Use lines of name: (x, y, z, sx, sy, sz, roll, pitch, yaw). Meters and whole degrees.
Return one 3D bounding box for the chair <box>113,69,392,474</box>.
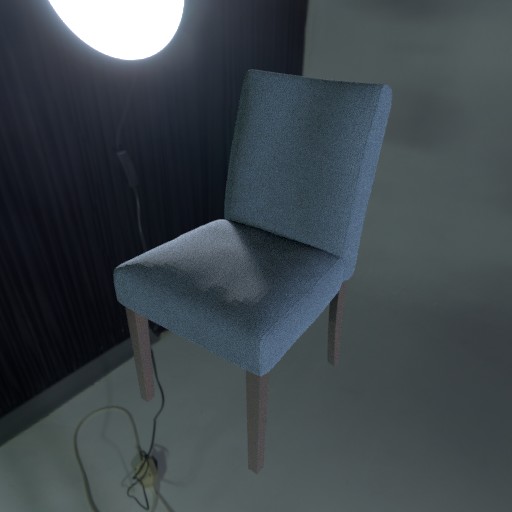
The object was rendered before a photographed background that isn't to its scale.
chair: (0.000, 0.000, 1.243, 0.487, 0.882, 0.629, 20, 36, 30)
